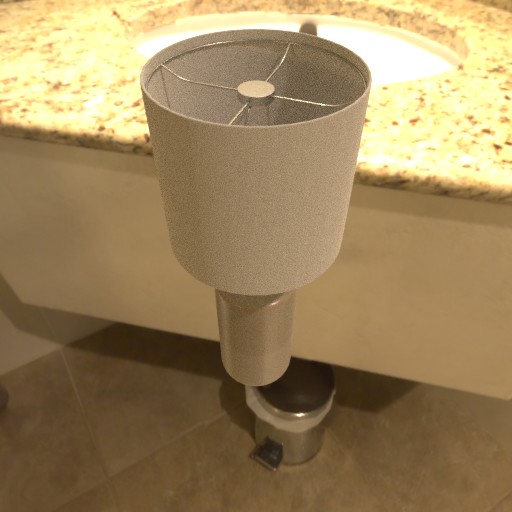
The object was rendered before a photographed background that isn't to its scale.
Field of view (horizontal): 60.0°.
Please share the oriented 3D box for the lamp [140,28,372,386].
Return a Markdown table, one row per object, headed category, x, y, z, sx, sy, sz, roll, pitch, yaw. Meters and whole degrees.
| category | x | y | z | sx | sy | sz | roll | pitch | yaw |
| --- | --- | --- | --- | --- | --- | --- | --- | --- | --- |
| lamp | 0.000 | 0.000 | 0.585 | 0.212 | 0.493 | 0.212 | 15 | 48 | 15 |
